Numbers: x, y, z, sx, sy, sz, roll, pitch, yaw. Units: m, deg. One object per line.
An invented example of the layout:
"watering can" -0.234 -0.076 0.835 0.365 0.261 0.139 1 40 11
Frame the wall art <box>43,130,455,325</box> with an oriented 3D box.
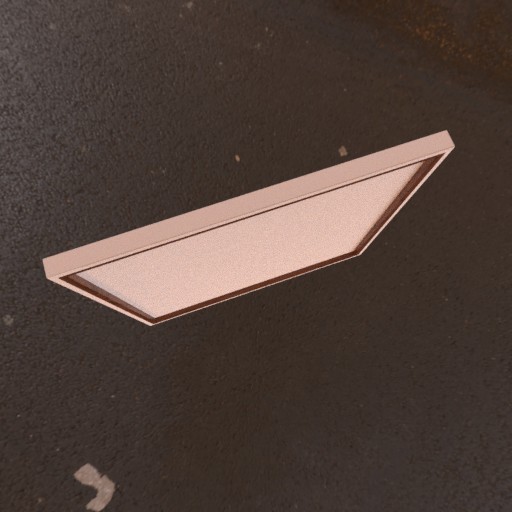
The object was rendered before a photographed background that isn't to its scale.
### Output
"wall art" 0.000 0.000 1.528 1.009 1.009 0.049 -18 76 -5
